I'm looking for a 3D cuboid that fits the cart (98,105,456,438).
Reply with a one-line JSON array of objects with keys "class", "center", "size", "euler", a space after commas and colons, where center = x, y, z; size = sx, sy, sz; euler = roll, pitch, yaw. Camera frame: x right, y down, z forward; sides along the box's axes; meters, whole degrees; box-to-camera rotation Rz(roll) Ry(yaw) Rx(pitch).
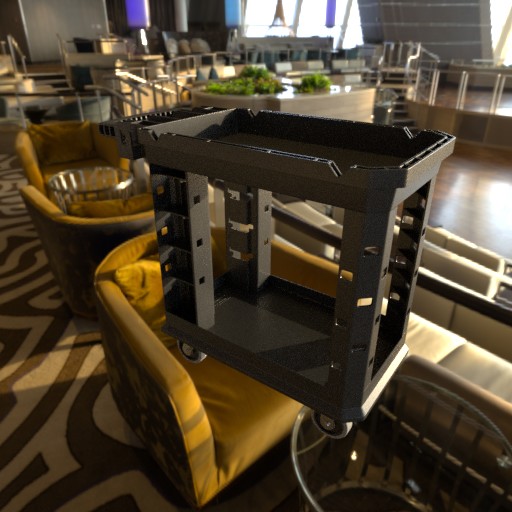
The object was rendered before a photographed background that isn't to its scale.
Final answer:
[{"class": "cart", "center": [0.000, 0.000, 1.538], "size": [1.061, 0.884, 0.497], "euler": [18, 32, 32]}]
